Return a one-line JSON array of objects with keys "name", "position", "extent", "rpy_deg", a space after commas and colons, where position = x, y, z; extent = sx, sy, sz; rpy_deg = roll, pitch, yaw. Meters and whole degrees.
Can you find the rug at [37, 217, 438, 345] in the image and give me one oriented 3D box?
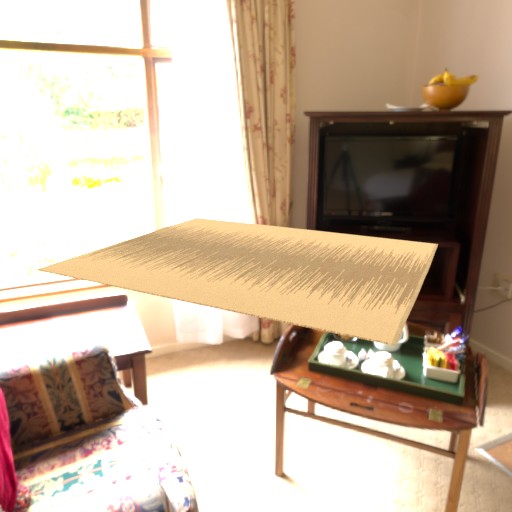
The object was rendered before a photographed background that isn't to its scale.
[{"name": "rug", "position": [0.000, 0.000, 4.227], "extent": [3.037, 0.010, 2.453], "rpy_deg": [8, 19, 25]}]
